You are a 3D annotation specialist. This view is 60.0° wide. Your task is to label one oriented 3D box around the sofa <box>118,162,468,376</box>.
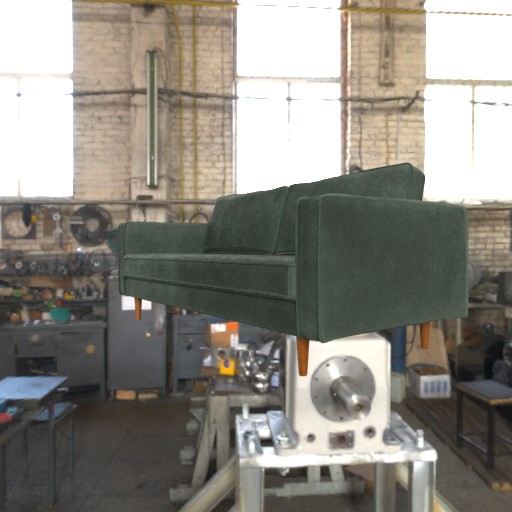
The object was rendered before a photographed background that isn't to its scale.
[{"bbox_3d":[0.000,0.000,2.284,0.886,0.781,1.816,-1,1,-36],"label":"sofa"}]
